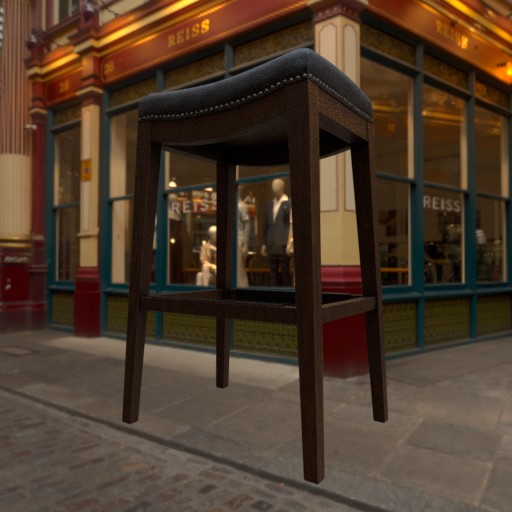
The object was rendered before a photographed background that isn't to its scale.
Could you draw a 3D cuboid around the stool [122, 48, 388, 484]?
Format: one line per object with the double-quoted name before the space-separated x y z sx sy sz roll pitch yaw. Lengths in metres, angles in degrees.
"stool" 0.000 0.000 1.028 0.500 0.765 0.361 0 0 35
